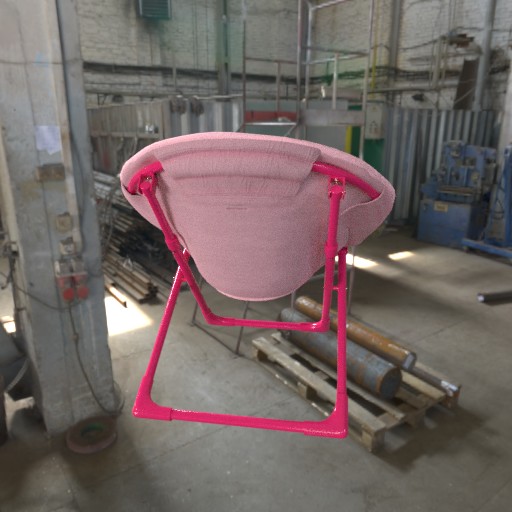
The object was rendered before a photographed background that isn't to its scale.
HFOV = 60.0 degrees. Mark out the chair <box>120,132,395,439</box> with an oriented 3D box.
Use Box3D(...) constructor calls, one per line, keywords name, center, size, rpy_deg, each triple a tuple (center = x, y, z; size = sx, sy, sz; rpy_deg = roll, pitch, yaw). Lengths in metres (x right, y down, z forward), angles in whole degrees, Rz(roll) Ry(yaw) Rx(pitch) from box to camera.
Box3D(name="chair", center=(0.000, 0.000, 0.907), size=(0.522, 0.494, 0.459), rpy_deg=(3, 17, 9))
